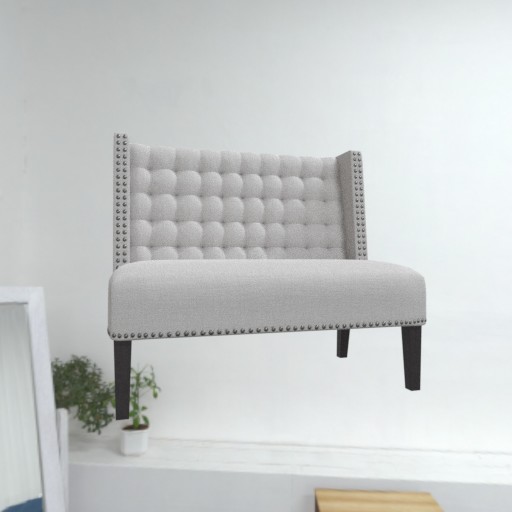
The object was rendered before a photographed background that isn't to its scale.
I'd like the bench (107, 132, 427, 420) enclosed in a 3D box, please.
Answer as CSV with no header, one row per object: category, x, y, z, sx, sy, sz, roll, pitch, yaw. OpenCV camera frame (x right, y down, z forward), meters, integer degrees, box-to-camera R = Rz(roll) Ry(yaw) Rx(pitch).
bench,0.000,0.000,2.037,1.280,1.123,0.847,0,0,-17
